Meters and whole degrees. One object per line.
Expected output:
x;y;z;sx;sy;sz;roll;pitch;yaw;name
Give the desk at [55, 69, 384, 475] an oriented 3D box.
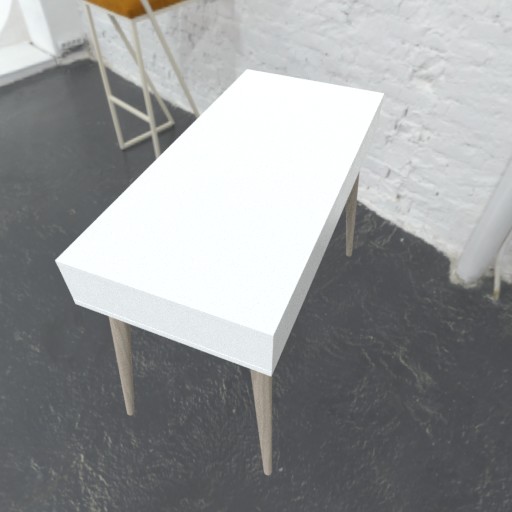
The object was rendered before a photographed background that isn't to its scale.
0.000;0.000;1.402;0.491;0.723;0.979;17;48;15;desk
